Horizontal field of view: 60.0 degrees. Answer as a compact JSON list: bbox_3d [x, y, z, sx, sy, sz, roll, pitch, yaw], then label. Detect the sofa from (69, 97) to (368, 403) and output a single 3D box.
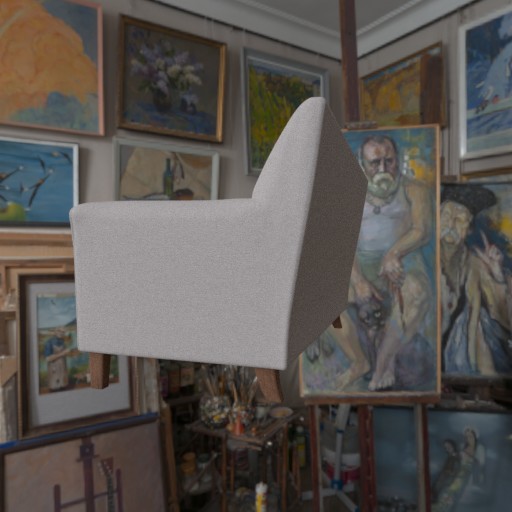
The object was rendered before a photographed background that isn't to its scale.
[{"bbox_3d":[0.000,0.000,2.031,0.888,0.890,1.482,0,1,19],"label":"sofa"}]
